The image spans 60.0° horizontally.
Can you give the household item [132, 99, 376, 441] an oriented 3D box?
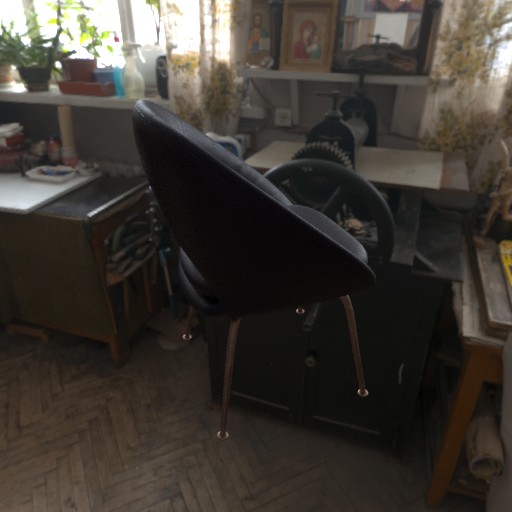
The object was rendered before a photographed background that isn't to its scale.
[{"bbox_3d":[0.000,0.000,1.246,0.573,0.852,0.623,-10,31,-18],"label":"household item"}]
